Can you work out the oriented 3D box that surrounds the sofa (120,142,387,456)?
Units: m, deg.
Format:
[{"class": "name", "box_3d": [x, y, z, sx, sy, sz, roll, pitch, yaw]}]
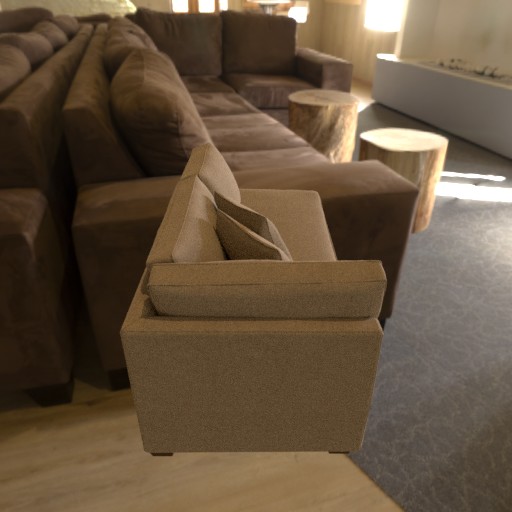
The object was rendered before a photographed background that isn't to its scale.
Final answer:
[{"class": "sofa", "box_3d": [0.000, 0.000, 2.863, 1.110, 1.019, 2.238, 0, 31, 0]}]
